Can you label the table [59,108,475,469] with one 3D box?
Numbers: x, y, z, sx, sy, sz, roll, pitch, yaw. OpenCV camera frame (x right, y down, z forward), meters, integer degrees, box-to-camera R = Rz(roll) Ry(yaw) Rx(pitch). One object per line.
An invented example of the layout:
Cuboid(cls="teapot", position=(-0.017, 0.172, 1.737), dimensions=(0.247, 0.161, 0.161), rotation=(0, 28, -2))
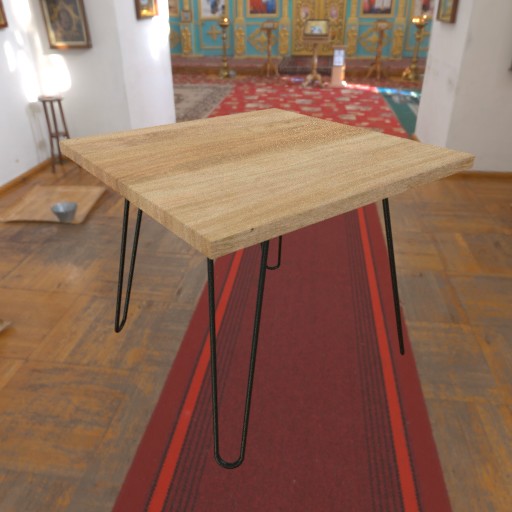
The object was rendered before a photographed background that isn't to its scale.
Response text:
Cuboid(cls="table", position=(0.000, 0.000, 1.013), dimensions=(0.599, 0.500, 0.599), rotation=(-20, 35, -32))
